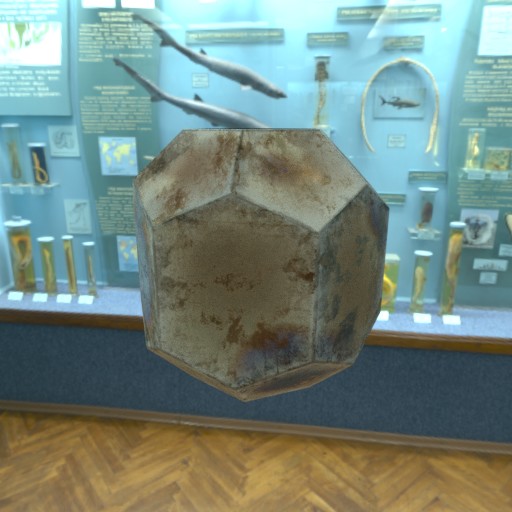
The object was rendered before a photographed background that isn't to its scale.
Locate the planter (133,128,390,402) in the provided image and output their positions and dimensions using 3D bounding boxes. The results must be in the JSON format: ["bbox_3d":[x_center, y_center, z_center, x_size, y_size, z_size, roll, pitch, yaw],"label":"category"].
[{"bbox_3d":[0.000,0.000,0.431,0.243,0.238,0.221,3,17,9],"label":"planter"}]
